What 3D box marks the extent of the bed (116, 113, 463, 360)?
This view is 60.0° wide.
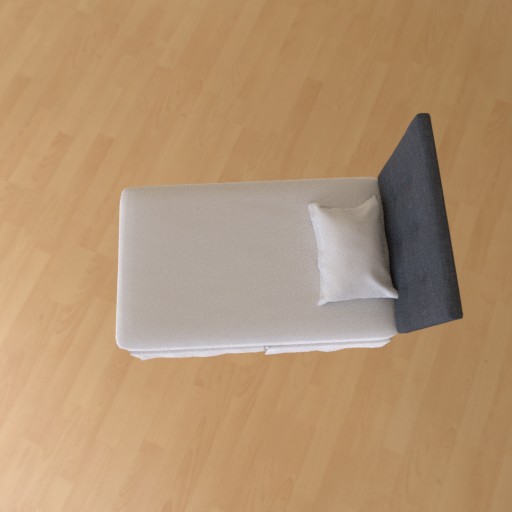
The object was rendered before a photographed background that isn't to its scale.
[{"bbox_3d":[0.000,0.000,3.025,1.997,1.571,1.261,-3,75,-1],"label":"bed"}]
